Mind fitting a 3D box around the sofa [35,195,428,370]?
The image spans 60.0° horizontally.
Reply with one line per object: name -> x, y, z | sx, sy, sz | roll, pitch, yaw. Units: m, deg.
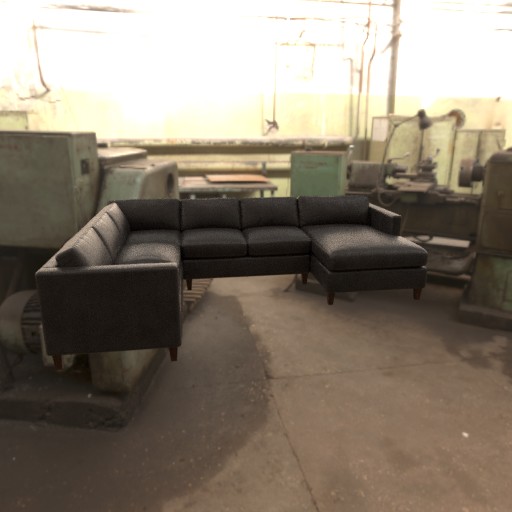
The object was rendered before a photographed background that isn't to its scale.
sofa -> 0.000, 0.000, 4.394 | 3.324, 0.891, 2.452 | -2, 16, -8
